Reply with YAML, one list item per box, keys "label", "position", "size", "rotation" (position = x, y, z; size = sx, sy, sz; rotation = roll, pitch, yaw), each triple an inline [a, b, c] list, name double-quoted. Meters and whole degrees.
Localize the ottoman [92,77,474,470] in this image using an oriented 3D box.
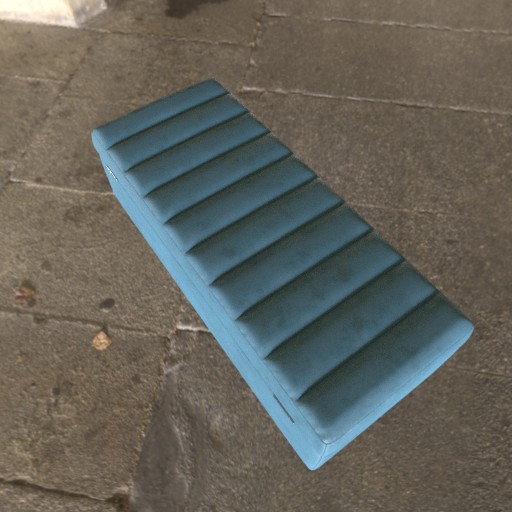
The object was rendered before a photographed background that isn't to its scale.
- label: "ottoman"
  position: [0.000, 0.000, 1.383]
  size: [0.482, 0.469, 1.151]
  rotation: [-31, 63, -18]
